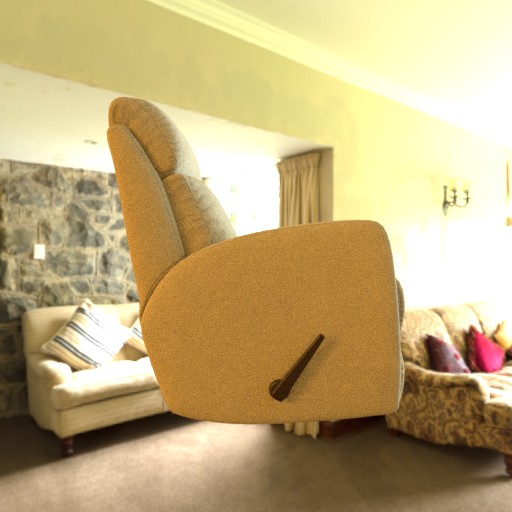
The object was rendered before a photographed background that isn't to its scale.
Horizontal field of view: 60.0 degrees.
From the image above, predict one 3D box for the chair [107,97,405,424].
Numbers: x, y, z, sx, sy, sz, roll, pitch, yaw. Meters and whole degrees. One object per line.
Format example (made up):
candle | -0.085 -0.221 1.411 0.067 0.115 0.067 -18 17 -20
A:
chair | 0.000 0.000 1.637 0.941 1.015 0.812 0 0 1
